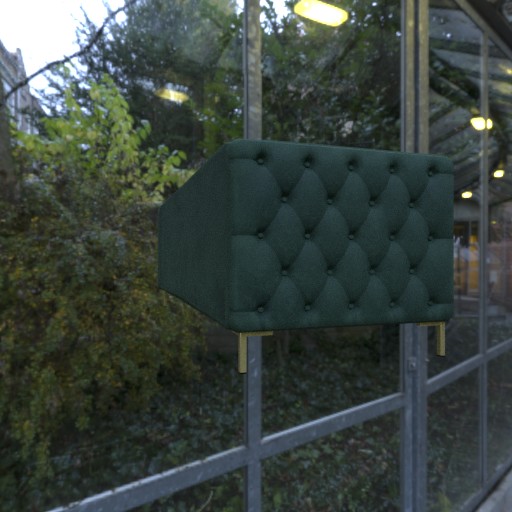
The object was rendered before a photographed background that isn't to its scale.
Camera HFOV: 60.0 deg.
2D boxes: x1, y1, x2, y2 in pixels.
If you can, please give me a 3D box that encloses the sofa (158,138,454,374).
[{"bbox_3d":[0.000,0.000,2.559,0.895,0.771,2.209,0,0,-18],"label":"sofa"}]
